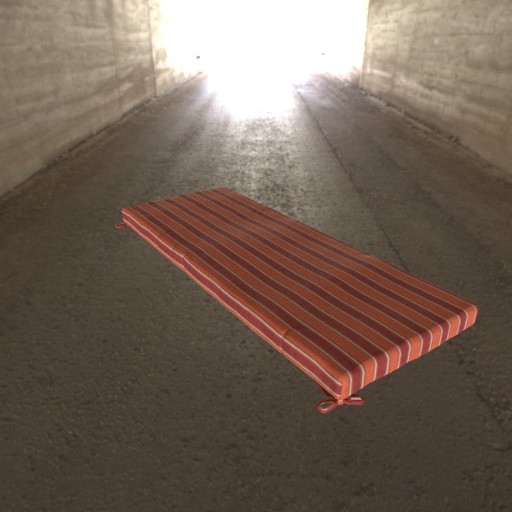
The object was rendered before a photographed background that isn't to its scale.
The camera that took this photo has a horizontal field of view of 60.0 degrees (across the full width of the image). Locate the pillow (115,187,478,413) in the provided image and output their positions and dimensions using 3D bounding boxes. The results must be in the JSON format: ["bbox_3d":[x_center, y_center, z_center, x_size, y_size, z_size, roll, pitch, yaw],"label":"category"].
[{"bbox_3d":[0.000,0.000,1.344,0.492,0.081,1.187,-17,31,-31],"label":"pillow"}]
